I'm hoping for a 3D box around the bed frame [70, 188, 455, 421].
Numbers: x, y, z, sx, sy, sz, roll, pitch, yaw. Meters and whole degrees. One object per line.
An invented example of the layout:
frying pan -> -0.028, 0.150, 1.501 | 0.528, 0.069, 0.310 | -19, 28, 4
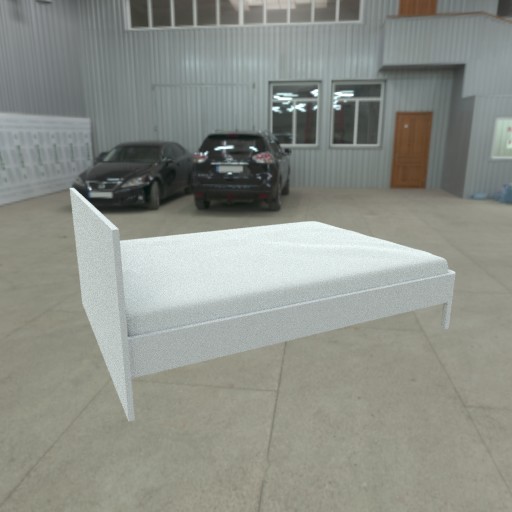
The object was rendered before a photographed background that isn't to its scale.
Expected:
bed frame -> 0.000, 0.000, 2.780 | 1.950, 0.800, 1.490 | -8, 17, -26
